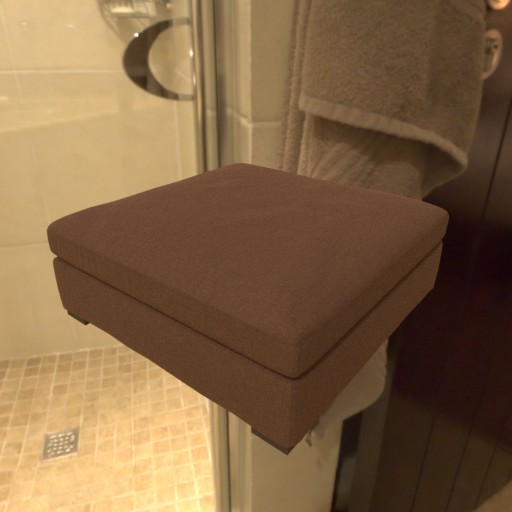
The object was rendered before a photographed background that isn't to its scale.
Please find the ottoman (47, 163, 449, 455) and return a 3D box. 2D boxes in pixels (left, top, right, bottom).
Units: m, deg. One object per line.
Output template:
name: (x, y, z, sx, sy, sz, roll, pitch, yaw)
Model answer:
ottoman: (0.000, 0.000, 1.842, 1.181, 0.470, 1.181, 20, 32, 34)
